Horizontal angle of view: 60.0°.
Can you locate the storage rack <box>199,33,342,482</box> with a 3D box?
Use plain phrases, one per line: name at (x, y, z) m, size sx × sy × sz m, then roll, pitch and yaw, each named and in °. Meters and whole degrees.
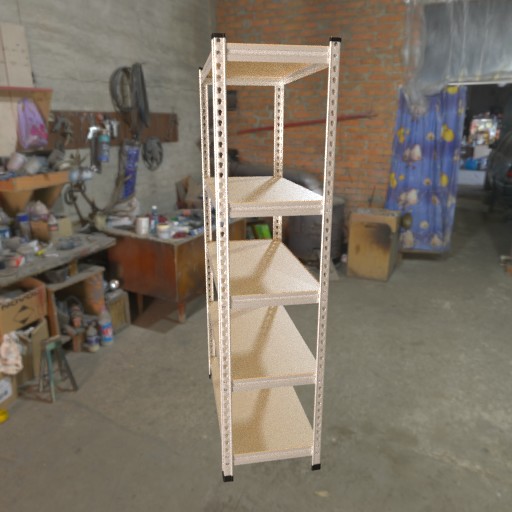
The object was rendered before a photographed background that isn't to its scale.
storage rack at (0.000, 0.000, 2.199) m, size 0.457 × 1.829 × 0.914 m, roll -3°, pitch 16°, yaw -10°
